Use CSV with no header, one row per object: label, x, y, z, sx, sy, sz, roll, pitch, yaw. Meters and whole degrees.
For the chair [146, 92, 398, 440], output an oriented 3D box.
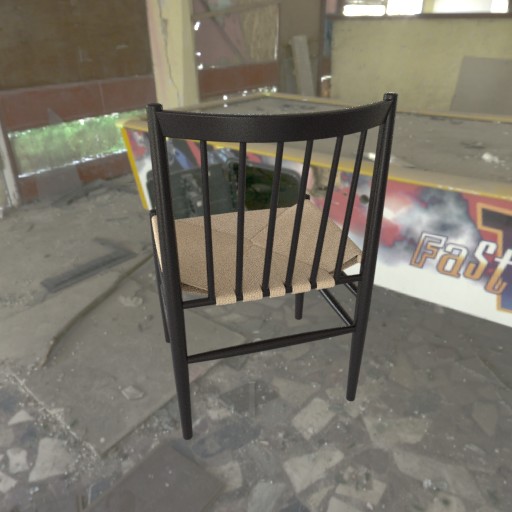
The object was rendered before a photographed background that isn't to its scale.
chair,0.000,0.000,1.140,0.495,0.818,0.516,-8,29,-14
